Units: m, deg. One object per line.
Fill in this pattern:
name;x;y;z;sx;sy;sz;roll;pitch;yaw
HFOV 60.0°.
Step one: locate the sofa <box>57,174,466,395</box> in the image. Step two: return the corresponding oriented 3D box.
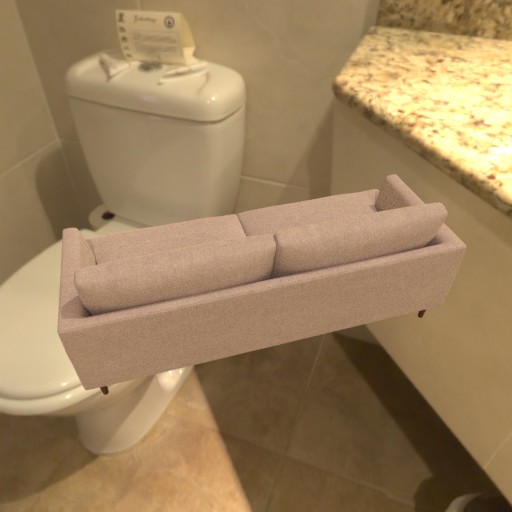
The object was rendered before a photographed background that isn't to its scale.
sofa;0.000;0.000;2.806;2.250;0.868;1.020;-11;43;-12
